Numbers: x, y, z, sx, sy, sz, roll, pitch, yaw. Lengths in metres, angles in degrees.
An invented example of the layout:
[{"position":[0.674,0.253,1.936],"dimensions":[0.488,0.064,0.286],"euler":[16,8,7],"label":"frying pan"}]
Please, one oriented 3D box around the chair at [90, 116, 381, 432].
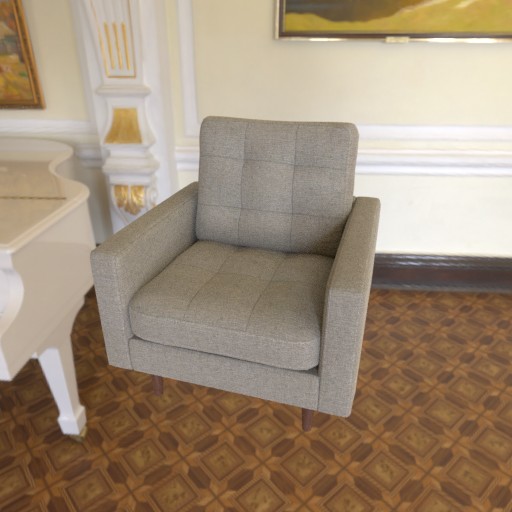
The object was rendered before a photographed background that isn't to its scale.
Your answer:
[{"position":[0.000,0.000,1.608],"dimensions":[0.821,0.880,0.843],"euler":[8,27,15],"label":"chair"}]
